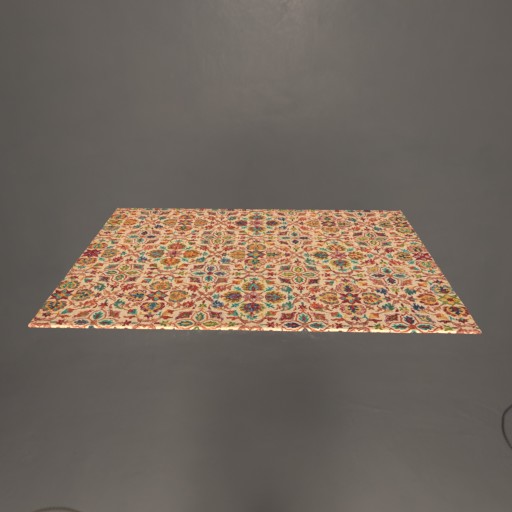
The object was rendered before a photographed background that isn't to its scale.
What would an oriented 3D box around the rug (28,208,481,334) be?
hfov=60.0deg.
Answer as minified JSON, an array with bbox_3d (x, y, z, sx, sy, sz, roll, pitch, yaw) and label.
[{"bbox_3d":[0.000,0.000,2.913,2.297,0.018,1.541,1,29,1],"label":"rug"}]
